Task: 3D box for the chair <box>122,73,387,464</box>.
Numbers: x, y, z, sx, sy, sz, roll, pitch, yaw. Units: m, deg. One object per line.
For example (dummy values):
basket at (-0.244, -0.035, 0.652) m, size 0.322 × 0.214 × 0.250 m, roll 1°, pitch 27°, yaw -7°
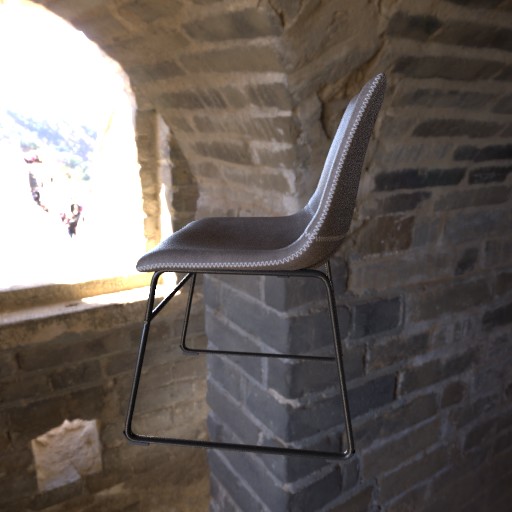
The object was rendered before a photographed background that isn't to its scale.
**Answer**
chair at (0.000, 0.000, 1.080) m, size 0.550 × 0.780 × 0.460 m, roll 2°, pitch 15°, yaw 7°
